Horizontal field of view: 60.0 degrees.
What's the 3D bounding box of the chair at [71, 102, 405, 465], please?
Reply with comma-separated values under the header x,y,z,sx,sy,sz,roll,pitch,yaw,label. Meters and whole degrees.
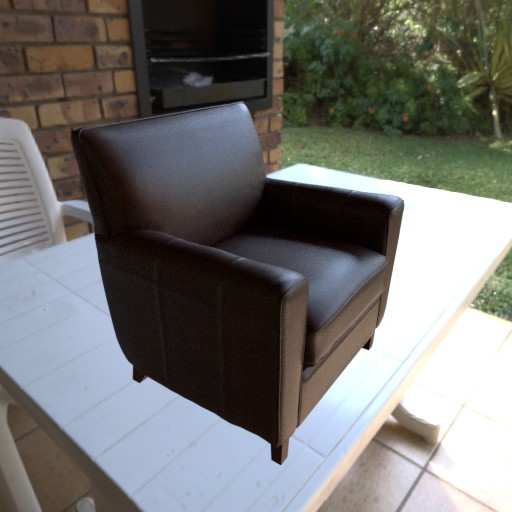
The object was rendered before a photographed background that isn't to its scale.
x,y,z,sx,sy,sz,roll,pitch,yaw,label
0.000,0.000,1.607,0.823,0.943,0.870,17,31,31,chair
